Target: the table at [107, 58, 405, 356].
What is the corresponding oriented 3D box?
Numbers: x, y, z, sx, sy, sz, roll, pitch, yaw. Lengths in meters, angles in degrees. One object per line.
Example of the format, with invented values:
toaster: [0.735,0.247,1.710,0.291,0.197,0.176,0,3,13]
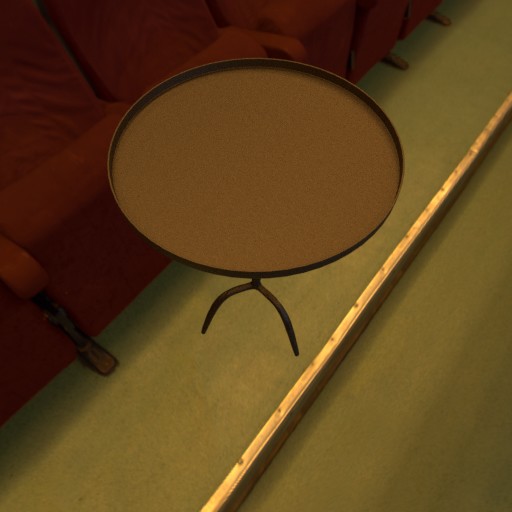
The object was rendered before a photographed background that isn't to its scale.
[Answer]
table: [0.000,0.000,1.054,0.502,0.700,0.502,33,63,19]
